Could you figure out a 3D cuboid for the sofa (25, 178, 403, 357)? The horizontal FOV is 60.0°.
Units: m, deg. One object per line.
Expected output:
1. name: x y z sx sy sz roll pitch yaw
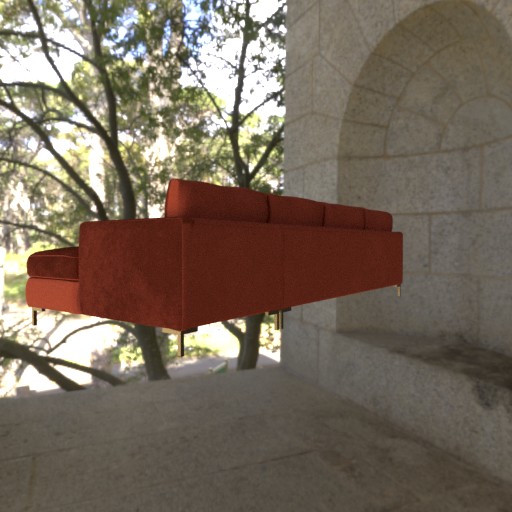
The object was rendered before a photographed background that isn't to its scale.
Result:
1. sofa: 0.000 0.000 3.452 1.350 0.810 2.932 1 2 37
